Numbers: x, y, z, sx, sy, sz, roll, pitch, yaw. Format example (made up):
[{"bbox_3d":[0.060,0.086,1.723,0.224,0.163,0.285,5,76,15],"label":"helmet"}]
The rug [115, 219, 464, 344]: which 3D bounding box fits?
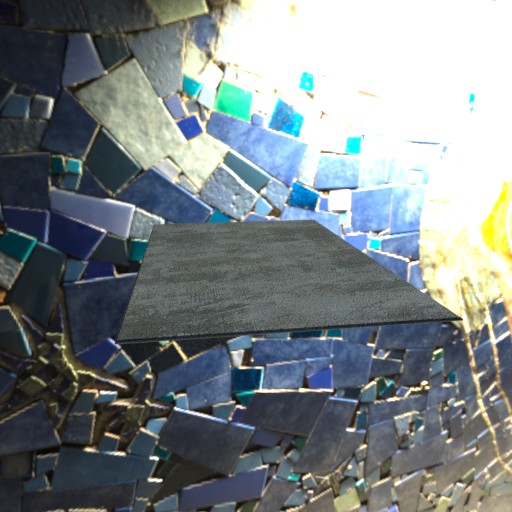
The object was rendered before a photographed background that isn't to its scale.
[{"bbox_3d":[0.000,0.000,3.061,1.536,0.012,2.431,-2,16,-9],"label":"rug"}]
